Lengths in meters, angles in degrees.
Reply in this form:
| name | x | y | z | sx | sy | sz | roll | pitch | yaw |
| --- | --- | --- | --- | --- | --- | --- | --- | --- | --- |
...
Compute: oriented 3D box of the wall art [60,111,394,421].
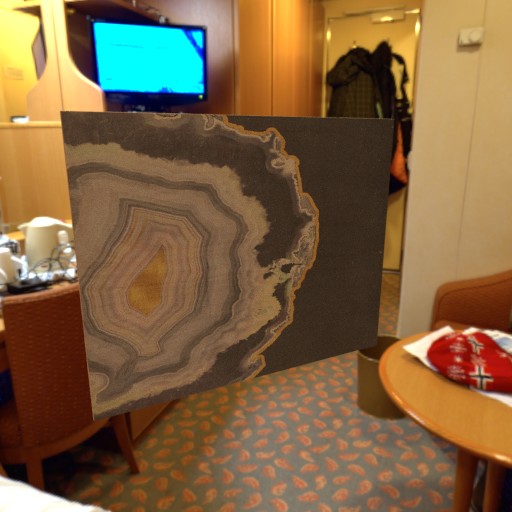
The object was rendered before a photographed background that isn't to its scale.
| name | x | y | z | sx | sy | sz | roll | pitch | yaw |
| --- | --- | --- | --- | --- | --- | --- | --- | --- | --- |
| wall art | 0.000 | 0.000 | 0.676 | 0.508 | 0.408 | 0.010 | -8 | 17 | -26 |
